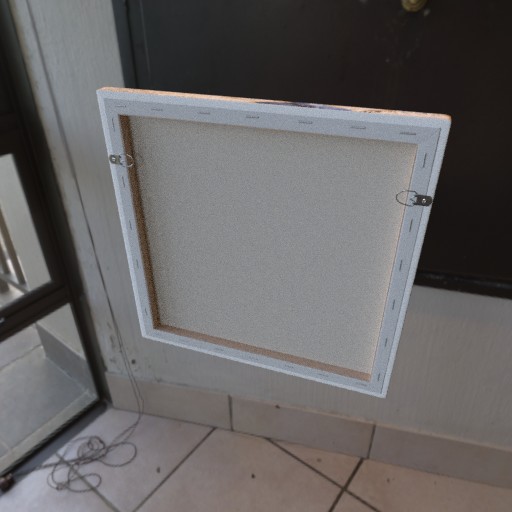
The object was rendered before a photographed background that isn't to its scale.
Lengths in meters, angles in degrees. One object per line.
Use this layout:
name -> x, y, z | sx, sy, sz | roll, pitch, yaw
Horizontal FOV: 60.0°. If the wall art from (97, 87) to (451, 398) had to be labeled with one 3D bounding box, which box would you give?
wall art -> 0.000, 0.000, 1.346 | 0.912, 0.914, 0.039 | 10, 34, 16
